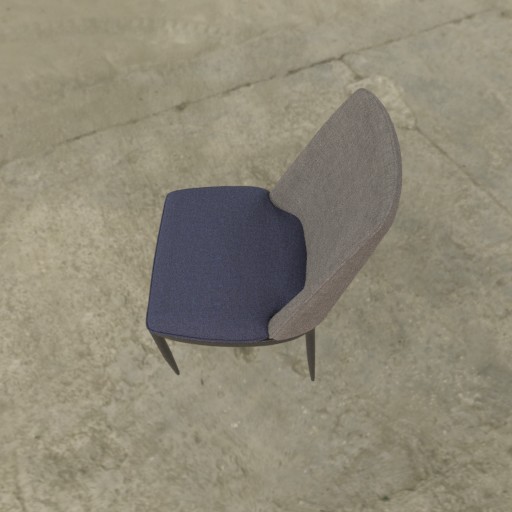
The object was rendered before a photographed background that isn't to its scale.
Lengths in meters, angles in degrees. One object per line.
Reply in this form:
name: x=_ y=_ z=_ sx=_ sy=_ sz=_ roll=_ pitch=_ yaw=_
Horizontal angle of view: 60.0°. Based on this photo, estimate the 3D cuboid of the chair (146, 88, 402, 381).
chair: x=0.000 y=0.000 z=1.197 sx=0.550 sy=0.855 sz=0.488 roll=1 pitch=59 yaw=1
